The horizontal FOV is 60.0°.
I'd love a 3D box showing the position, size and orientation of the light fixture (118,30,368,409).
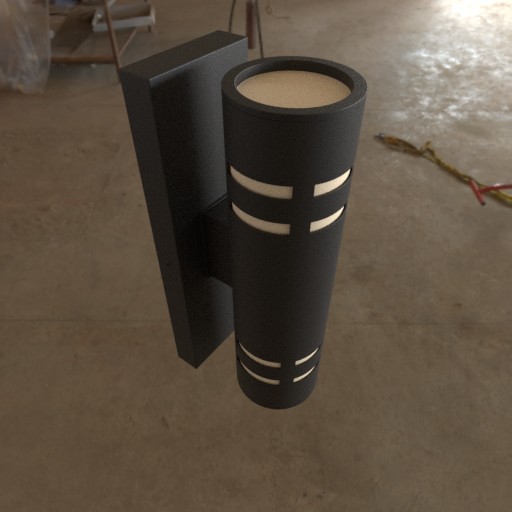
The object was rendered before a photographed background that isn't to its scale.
[{"bbox_3d":[0.000,0.000,0.401,0.149,0.330,0.105,27,50,26],"label":"light fixture"}]
